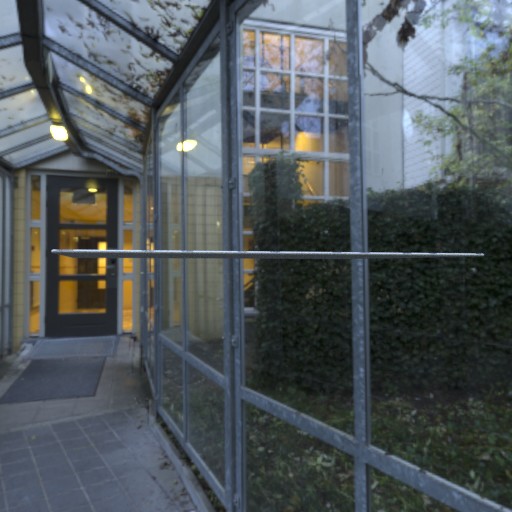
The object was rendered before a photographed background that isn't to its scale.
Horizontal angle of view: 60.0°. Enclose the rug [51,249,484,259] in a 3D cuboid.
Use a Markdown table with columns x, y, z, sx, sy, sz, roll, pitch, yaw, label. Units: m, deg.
| x | y | z | sx | sy | sz | roll | pitch | yaw | label |
| --- | --- | --- | --- | --- | --- | --- | --- | --- | --- |
| 0.000 | 0.000 | 2.970 | 2.365 | 0.017 | 1.521 | 0 | -1 | -19 | rug |
